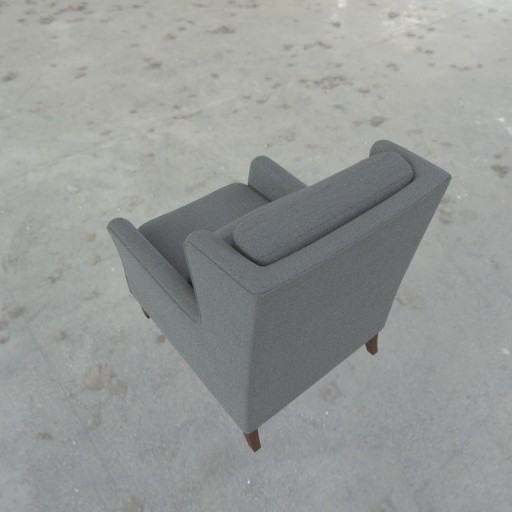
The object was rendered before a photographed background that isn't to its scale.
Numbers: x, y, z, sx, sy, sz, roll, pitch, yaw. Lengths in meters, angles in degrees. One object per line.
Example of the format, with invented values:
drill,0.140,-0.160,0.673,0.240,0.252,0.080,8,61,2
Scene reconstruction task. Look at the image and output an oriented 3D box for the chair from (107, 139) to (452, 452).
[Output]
chair,0.000,0.000,1.852,0.866,1.056,1.040,-29,51,-27
